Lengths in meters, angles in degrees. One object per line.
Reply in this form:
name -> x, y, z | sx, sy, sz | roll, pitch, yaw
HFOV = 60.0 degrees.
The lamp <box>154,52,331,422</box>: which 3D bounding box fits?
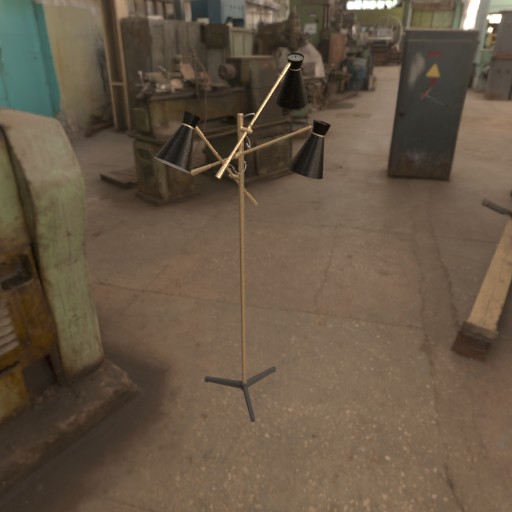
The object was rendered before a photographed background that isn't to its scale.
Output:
lamp -> 0.000, 0.000, 2.180 | 0.653, 1.804, 0.750 | 8, 28, 16
